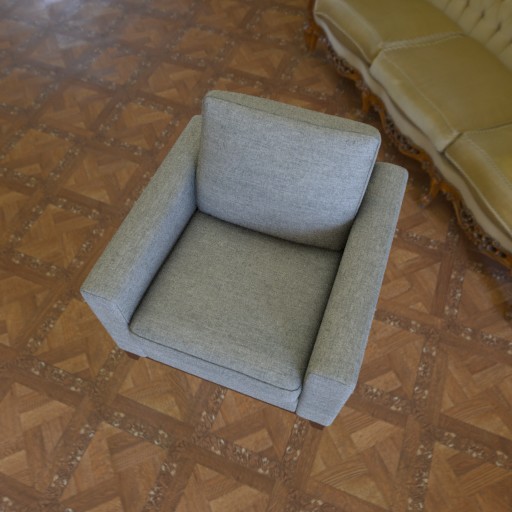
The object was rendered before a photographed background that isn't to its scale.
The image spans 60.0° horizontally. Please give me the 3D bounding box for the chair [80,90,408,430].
[{"bbox_3d":[0.000,0.000,1.894,1.024,1.010,1.038,17,59,11],"label":"chair"}]
